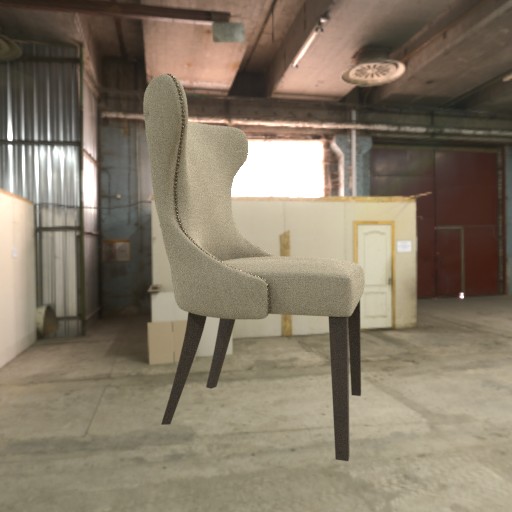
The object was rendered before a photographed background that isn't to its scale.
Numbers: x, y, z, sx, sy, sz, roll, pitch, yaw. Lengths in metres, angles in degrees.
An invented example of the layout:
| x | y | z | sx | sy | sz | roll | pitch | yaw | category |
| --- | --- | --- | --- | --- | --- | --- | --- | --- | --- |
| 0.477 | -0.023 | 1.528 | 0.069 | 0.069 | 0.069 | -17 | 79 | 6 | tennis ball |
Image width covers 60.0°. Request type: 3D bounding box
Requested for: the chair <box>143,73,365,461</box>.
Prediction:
| x | y | z | sx | sy | sz | roll | pitch | yaw | category |
| --- | --- | --- | --- | --- | --- | --- | --- | --- | --- |
| 0.000 | 0.000 | 1.379 | 0.635 | 0.967 | 0.628 | 0 | 1 | 17 | chair |
